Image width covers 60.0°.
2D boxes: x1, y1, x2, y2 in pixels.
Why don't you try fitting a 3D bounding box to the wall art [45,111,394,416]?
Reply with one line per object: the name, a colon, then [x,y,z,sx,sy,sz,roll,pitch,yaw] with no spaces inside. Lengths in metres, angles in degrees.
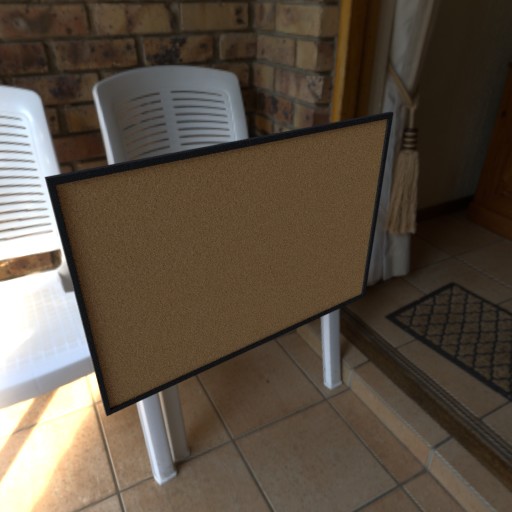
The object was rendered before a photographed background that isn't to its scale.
wall art: [0.000,0.000,1.241,0.963,0.665,0.013,-19,36,-29]
